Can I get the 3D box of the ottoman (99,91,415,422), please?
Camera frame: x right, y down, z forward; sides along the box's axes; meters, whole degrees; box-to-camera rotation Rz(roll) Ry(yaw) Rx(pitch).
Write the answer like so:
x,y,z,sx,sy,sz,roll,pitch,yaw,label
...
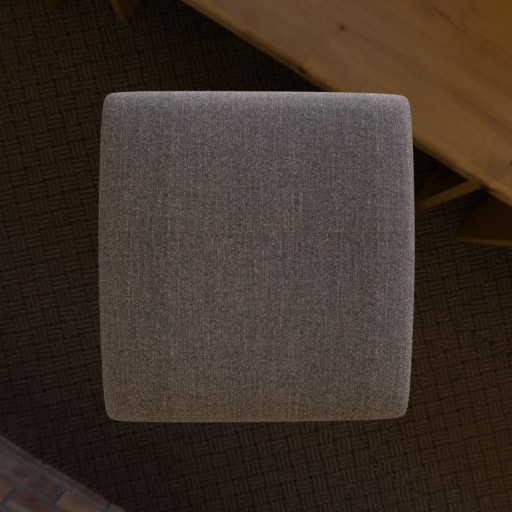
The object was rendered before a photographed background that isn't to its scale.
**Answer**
x,y,z,sx,sy,sz,roll,pitch,yaw,label
0.000,0.000,1.043,0.648,0.399,0.655,0,91,-1,ottoman
